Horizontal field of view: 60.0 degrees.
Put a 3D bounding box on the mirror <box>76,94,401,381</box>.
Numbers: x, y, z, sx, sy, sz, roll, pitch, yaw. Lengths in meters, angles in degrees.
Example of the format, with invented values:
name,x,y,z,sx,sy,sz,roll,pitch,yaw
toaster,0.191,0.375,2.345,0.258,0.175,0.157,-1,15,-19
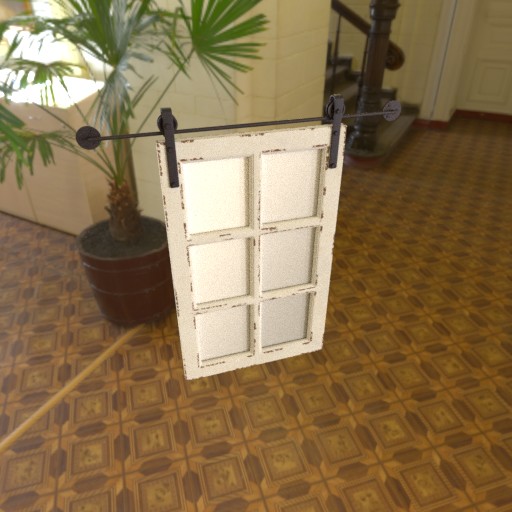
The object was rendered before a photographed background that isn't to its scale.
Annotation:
name,x,y,z,sx,sy,sz,roll,pitch,yaw
mirror,0.000,0.000,1.247,0.808,0.844,0.037,-10,34,-15
